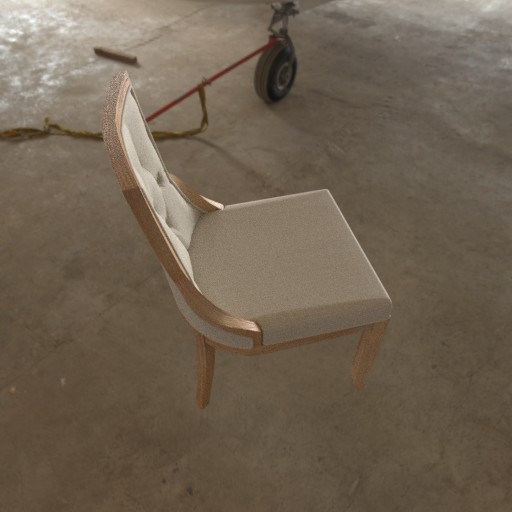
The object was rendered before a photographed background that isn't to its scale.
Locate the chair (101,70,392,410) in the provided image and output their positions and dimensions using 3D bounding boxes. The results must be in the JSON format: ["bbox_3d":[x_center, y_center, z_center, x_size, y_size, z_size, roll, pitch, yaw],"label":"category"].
[{"bbox_3d":[0.000,0.000,1.284,0.641,0.947,0.524,-10,48,-9],"label":"chair"}]
